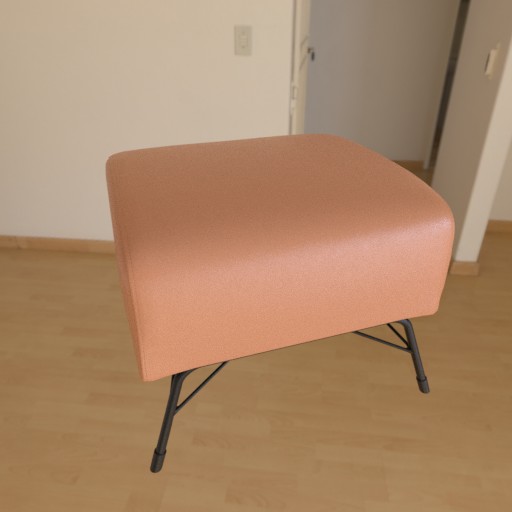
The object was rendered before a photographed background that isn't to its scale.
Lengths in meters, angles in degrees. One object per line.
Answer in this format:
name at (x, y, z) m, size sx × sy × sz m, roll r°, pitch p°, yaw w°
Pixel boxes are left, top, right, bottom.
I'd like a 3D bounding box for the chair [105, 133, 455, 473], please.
chair at (0.000, 0.000, 0.889) m, size 0.530 × 0.410 × 0.530 m, roll -10°, pitch 31°, yaw -16°
